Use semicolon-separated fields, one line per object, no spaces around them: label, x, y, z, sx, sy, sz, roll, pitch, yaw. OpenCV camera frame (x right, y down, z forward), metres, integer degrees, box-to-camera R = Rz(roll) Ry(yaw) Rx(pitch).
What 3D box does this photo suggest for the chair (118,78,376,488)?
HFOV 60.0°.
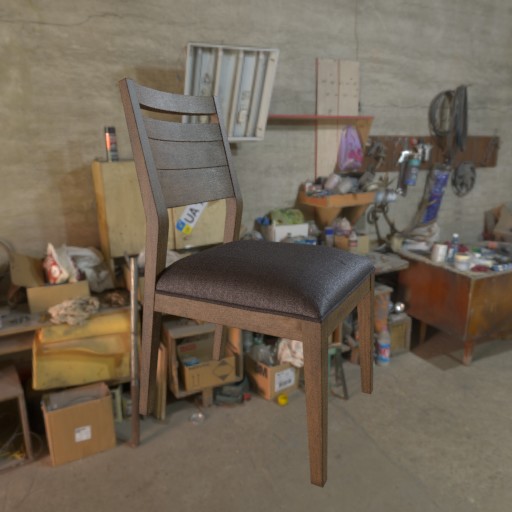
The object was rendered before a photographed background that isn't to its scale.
chair;0.000;0.000;1.273;0.610;0.939;0.501;7;15;27
